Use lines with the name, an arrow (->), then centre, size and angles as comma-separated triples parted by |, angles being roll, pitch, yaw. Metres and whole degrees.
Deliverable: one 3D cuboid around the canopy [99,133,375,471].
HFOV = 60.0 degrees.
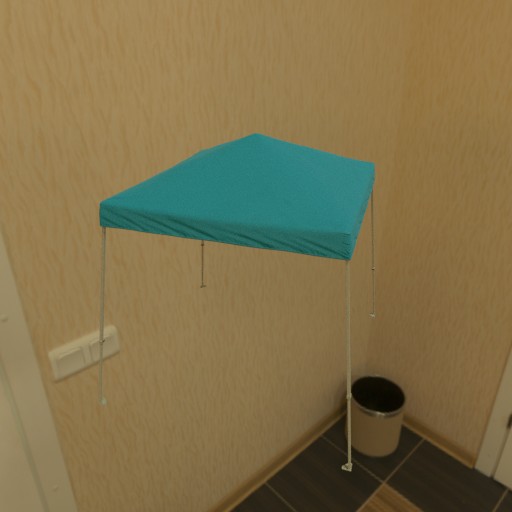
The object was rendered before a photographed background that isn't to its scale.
canopy -> 0.000, 0.000, 6.623 | 3.600, 3.600, 3.599 | 8, 27, 16
